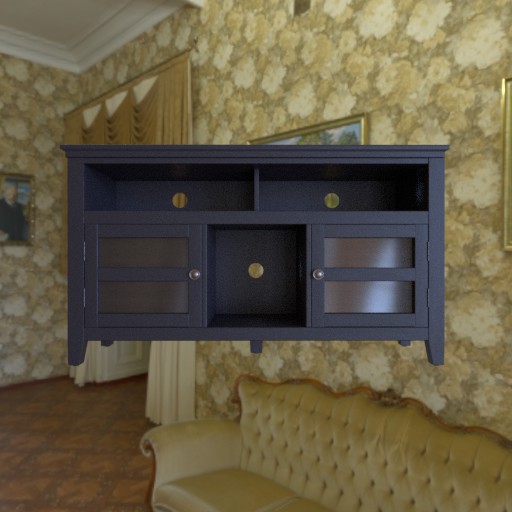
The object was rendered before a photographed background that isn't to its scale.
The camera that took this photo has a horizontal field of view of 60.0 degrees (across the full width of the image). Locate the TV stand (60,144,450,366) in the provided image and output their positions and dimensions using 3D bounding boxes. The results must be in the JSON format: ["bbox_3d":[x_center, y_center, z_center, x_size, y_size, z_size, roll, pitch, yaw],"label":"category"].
[{"bbox_3d":[0.000,0.000,1.524,1.198,0.681,0.347,0,0,0],"label":"TV stand"}]
